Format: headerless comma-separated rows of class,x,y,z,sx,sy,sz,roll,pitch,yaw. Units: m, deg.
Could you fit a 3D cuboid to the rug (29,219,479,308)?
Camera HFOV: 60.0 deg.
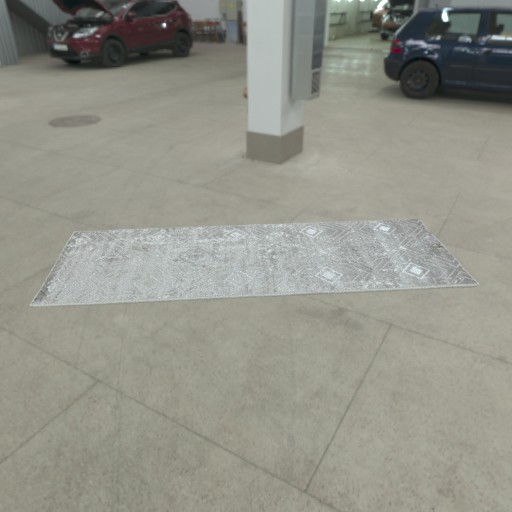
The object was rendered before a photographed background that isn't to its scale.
rug,0.000,0.000,2.695,2.381,0.035,0.832,-2,30,-4
